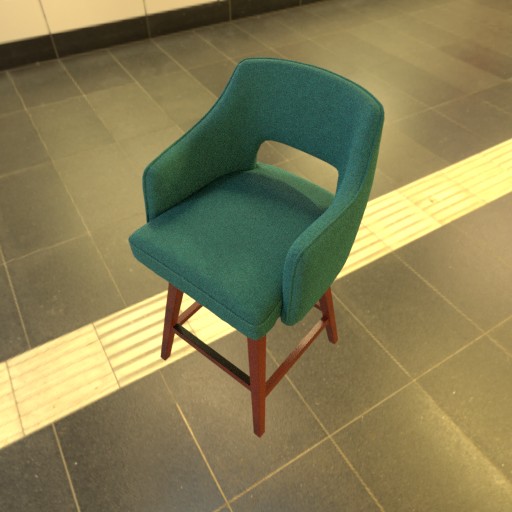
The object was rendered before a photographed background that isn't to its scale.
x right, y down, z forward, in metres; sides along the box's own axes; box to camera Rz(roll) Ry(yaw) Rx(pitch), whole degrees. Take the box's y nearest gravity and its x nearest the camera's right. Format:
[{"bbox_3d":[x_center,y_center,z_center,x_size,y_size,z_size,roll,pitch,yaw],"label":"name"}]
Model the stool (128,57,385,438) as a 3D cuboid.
[{"bbox_3d":[0.000,0.000,1.334,0.548,0.961,0.556,31,54,26],"label":"stool"}]
